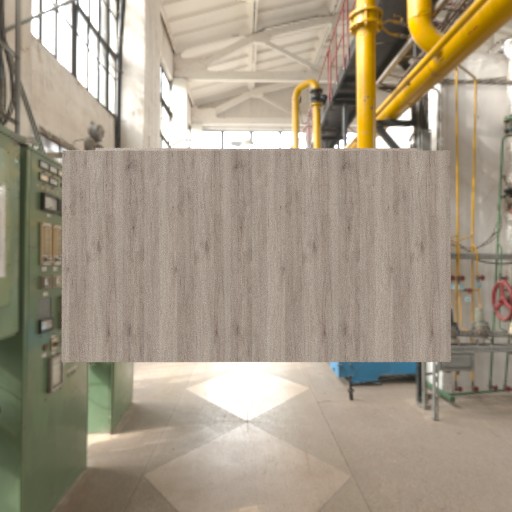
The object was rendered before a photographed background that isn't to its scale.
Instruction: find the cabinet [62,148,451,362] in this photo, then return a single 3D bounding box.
[{"bbox_3d":[0.000,0.000,3.035,1.750,0.970,2.080,0,0,0],"label":"cabinet"}]
